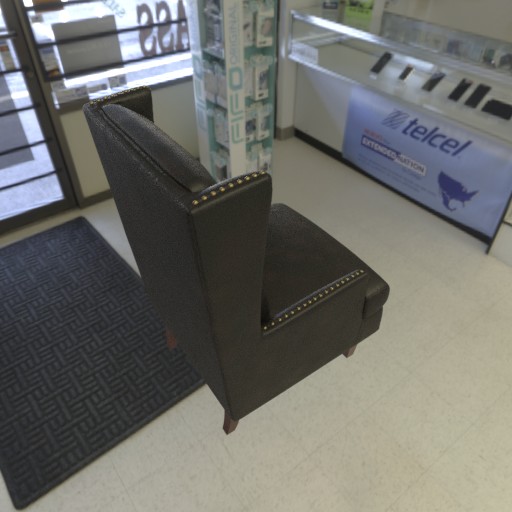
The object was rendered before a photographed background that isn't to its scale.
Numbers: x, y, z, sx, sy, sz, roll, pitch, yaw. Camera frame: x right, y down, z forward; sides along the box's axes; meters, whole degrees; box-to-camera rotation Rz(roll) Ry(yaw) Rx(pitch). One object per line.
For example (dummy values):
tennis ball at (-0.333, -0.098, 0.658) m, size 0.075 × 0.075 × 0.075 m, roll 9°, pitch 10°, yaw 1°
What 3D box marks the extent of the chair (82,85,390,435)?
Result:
chair at (0.000, 0.000, 1.631) m, size 0.799 × 1.142 × 0.703 m, roll -24°, pitch 46°, yaw -25°
